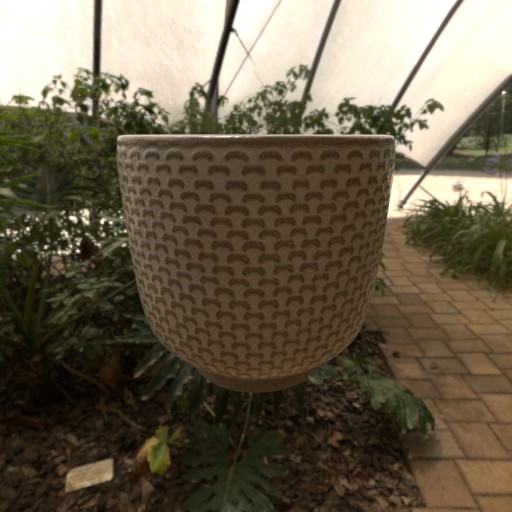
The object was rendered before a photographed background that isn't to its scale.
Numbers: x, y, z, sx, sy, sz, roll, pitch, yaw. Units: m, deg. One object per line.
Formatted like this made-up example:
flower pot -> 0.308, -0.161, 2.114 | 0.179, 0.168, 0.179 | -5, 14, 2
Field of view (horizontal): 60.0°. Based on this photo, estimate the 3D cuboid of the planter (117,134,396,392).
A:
planter -> 0.000, 0.000, 0.304 | 0.173, 0.160, 0.173 | 0, 15, 0
